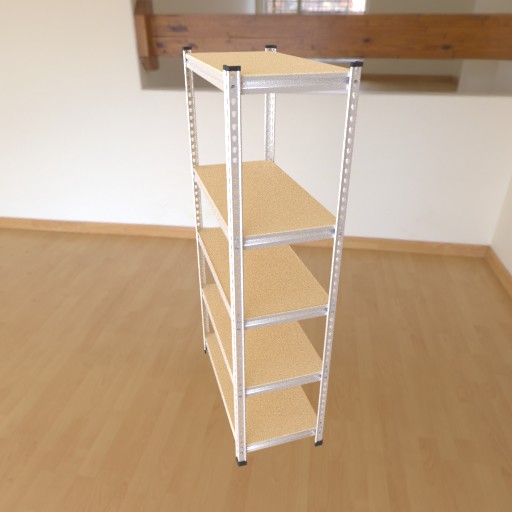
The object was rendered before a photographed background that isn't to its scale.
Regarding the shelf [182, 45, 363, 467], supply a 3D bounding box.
[{"bbox_3d":[0.000,0.000,2.191,0.457,1.829,0.914,-8,30,-15],"label":"shelf"}]
